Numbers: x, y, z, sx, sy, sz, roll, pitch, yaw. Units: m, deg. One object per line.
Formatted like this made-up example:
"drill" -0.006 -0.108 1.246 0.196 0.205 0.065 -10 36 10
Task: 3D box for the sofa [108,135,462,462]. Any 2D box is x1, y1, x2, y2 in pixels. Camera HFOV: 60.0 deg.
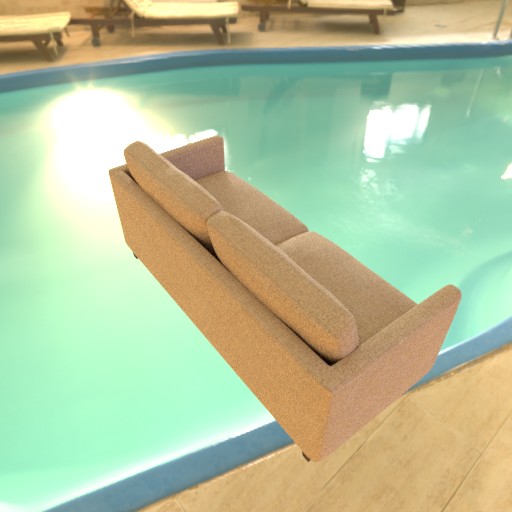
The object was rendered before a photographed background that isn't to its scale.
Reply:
"sofa" 0.000 0.000 2.782 0.951 0.965 2.208 -26 47 -27
